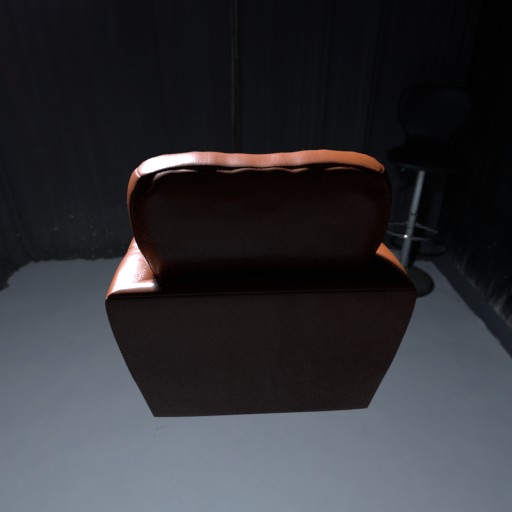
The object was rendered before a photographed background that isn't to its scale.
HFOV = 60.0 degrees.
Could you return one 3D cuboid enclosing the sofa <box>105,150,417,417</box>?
[{"bbox_3d":[0.000,0.000,1.535,0.836,0.876,0.789,-1,31,-2],"label":"sofa"}]
